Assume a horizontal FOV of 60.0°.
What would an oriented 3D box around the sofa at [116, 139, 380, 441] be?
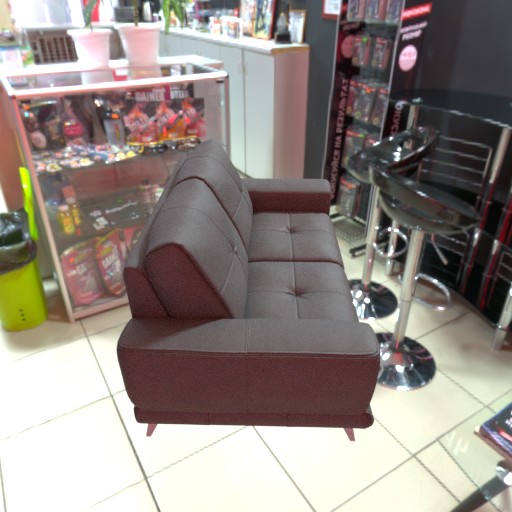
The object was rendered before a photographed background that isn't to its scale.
[{"bbox_3d":[0.000,0.000,2.428,1.018,0.907,1.806,1,31,1],"label":"sofa"}]
